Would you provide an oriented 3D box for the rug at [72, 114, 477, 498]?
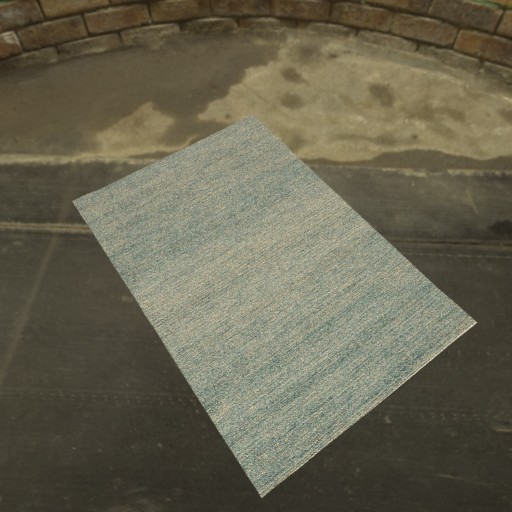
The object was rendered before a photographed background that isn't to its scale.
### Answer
[{"bbox_3d":[0.000,0.000,5.104,2.802,0.052,4.078,-31,62,-19],"label":"rug"}]
